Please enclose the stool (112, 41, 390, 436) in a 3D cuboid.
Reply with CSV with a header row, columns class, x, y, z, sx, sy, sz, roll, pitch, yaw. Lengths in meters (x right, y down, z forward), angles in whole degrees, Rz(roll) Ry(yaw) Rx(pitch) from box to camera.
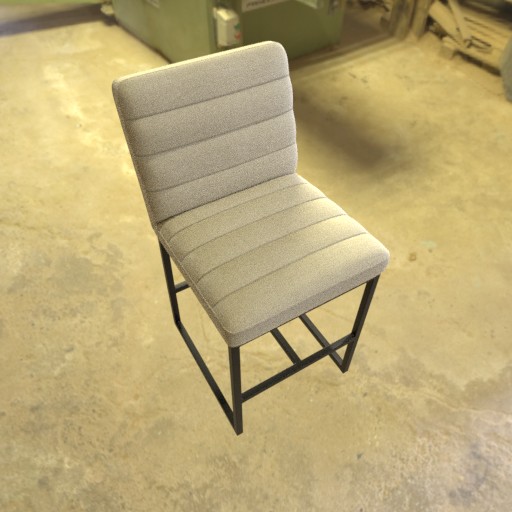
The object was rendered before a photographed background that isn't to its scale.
class,x,y,z,sx,sy,sz,roll,pitch,yaw
stool,0.000,0.000,1.260,0.460,0.940,0.560,-24,52,-20
